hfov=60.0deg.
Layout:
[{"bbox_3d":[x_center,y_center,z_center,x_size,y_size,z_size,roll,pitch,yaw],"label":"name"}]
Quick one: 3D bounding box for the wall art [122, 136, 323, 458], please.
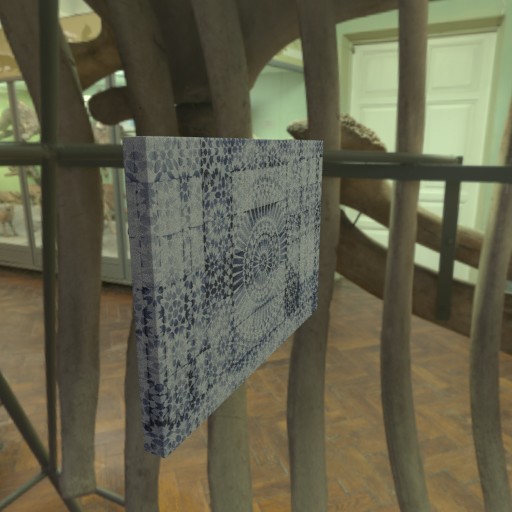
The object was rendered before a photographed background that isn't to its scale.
[{"bbox_3d":[0.000,0.000,1.195,0.057,0.608,0.911,7,16,26],"label":"wall art"}]
